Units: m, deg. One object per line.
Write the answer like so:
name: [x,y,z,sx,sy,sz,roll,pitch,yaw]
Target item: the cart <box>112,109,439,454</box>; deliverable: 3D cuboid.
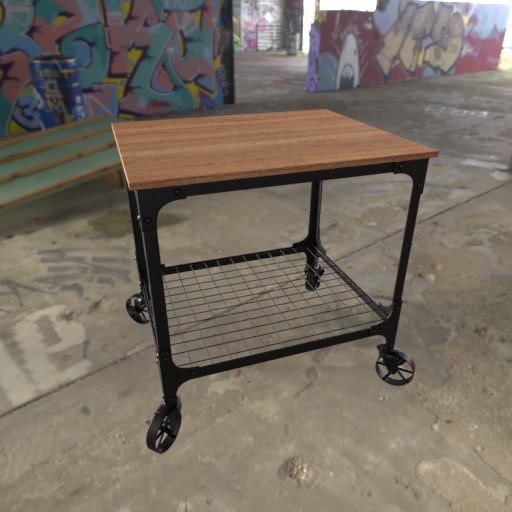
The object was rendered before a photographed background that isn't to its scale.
cart: [0.000,0.000,1.120,0.666,0.603,0.558,-9,30,-17]
